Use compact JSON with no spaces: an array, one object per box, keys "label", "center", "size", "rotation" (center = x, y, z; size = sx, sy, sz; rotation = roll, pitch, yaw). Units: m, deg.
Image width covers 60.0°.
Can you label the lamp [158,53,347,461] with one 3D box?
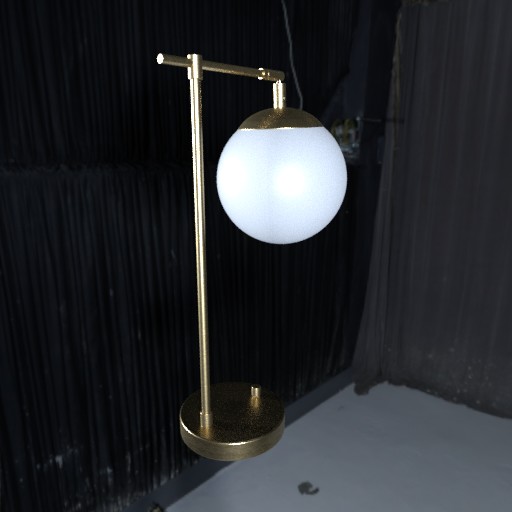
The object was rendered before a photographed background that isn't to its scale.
[{"label":"lamp","center":[0.000,0.000,0.701],"size":[0.207,0.559,0.324],"rotation":[14,20,42]}]
